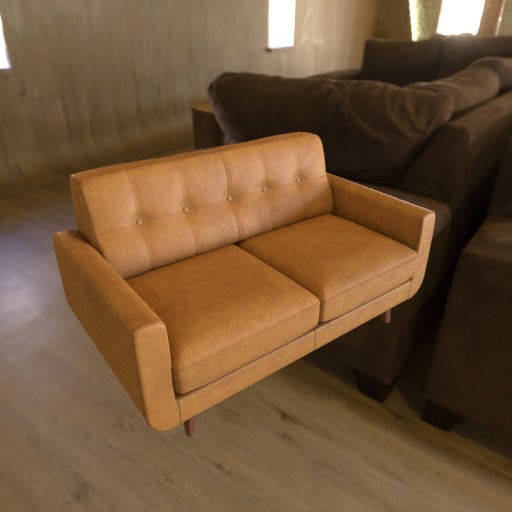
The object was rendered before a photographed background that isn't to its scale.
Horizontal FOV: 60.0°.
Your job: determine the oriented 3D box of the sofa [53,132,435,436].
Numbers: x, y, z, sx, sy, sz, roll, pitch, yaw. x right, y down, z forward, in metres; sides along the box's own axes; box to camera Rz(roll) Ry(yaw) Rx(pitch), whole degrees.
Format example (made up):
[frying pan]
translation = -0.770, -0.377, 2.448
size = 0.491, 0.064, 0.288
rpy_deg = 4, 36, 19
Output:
[sofa]
translation = 0.000, 0.000, 2.215
size = 1.651, 0.925, 0.952
rpy_deg = -20, 34, -32
